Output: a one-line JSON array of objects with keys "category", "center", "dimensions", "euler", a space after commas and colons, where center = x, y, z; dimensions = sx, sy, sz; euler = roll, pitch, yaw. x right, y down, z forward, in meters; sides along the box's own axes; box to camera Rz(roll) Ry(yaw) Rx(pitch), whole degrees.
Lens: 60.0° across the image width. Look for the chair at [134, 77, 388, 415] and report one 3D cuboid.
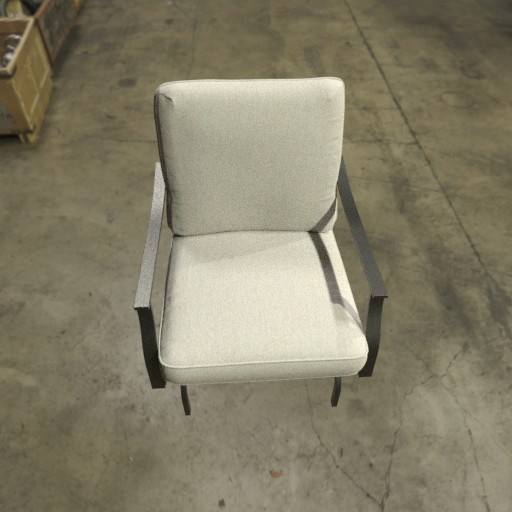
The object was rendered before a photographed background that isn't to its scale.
[{"category": "chair", "center": [0.000, 0.000, 1.410], "dimensions": [0.650, 0.860, 0.787], "euler": [-3, 48, -2]}]
